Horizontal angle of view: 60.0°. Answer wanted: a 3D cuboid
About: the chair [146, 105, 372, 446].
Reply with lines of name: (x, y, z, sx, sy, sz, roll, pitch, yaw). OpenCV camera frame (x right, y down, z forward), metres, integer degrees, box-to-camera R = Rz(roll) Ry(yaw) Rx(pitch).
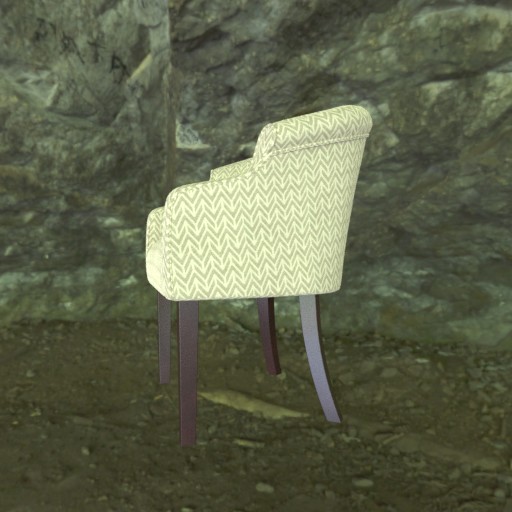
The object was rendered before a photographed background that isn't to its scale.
chair: (0.000, 0.000, 1.329, 0.613, 0.858, 0.686, 0, 1, -18)
